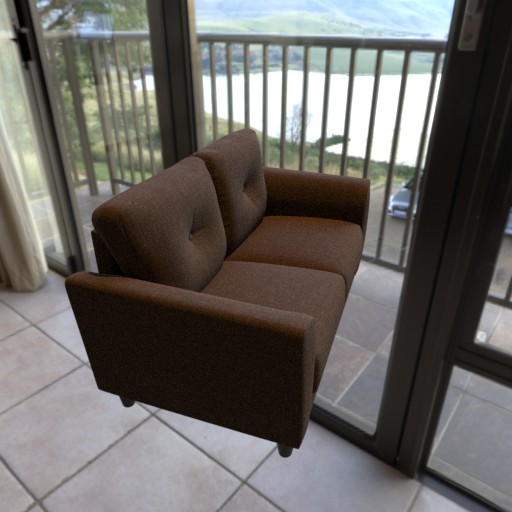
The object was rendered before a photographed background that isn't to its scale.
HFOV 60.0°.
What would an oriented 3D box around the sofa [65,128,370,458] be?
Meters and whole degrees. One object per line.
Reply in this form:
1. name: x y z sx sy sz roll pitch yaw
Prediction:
1. sofa: 0.000 0.000 2.010 0.851 0.885 1.423 10 30 18
